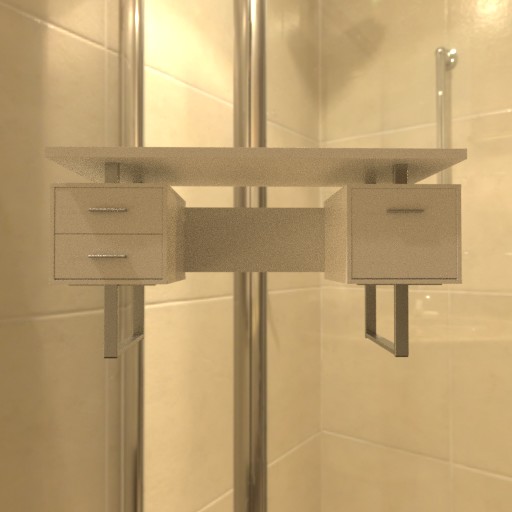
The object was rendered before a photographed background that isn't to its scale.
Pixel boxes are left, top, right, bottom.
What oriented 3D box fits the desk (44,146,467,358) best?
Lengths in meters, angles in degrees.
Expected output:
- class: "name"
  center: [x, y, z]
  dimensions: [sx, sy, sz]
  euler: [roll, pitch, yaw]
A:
- class: "desk"
  center: [0.000, 0.000, 1.893]
  dimensions: [1.530, 0.773, 0.603]
  euler: [0, -1, -1]
